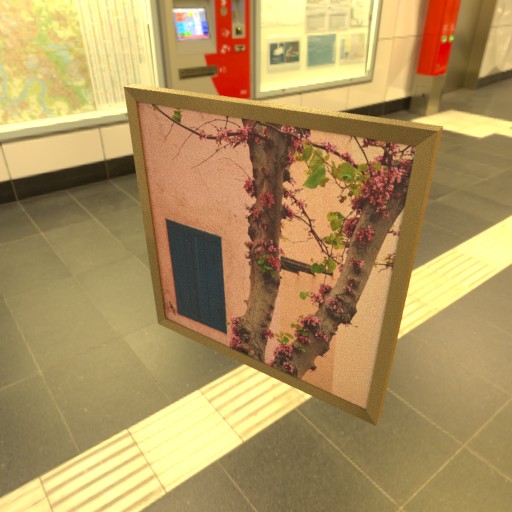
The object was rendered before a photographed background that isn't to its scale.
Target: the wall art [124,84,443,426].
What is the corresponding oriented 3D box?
[{"bbox_3d":[0.000,0.000,1.142,0.762,0.762,0.038,18,35,28],"label":"wall art"}]
